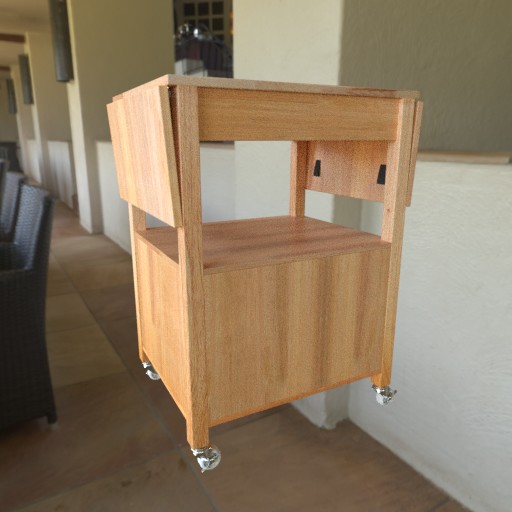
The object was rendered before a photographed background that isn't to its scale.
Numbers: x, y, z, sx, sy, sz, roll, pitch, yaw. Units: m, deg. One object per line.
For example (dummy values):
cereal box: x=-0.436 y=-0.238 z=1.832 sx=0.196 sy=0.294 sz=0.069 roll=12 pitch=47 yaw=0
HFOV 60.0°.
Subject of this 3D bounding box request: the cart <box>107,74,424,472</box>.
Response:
cart: x=0.000 y=0.000 z=1.218 sx=0.640 sy=0.838 sz=0.508 roll=-8 pitch=17 yaw=-27
